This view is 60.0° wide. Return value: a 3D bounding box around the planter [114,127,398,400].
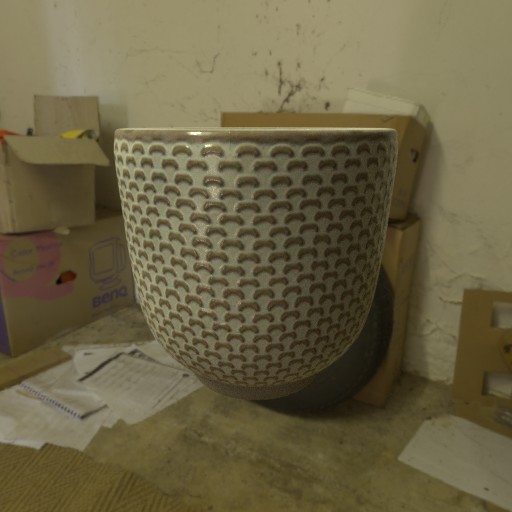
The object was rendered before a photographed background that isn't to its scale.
[{"bbox_3d":[0.000,0.000,0.344,0.197,0.191,0.197,0,16,0],"label":"planter"}]
